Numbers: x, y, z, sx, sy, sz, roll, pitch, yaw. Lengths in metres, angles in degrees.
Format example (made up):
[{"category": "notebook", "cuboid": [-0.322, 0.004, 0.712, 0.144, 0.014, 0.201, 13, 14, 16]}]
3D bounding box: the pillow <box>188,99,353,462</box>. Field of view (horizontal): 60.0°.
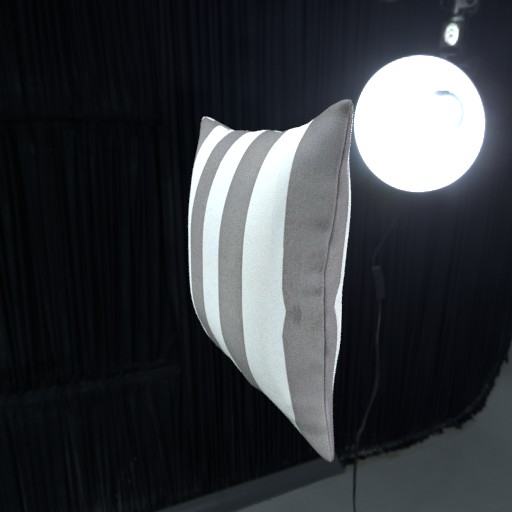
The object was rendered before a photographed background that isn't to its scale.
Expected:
[{"category": "pillow", "cuboid": [0.000, 0.000, 0.810, 0.192, 0.507, 0.522, -7, 17, -25]}]
